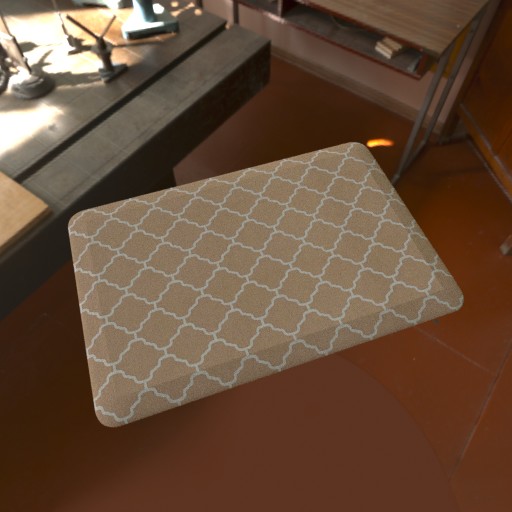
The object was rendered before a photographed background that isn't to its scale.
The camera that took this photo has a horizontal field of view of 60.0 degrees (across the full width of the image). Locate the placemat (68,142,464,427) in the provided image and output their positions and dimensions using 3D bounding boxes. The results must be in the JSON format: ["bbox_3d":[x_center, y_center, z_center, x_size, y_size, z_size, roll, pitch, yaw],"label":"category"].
[{"bbox_3d":[0.000,0.000,0.968,0.762,0.021,0.508,-16,60,-10],"label":"placemat"}]
